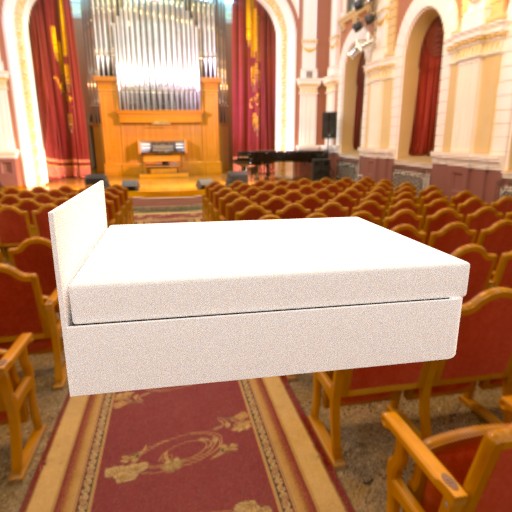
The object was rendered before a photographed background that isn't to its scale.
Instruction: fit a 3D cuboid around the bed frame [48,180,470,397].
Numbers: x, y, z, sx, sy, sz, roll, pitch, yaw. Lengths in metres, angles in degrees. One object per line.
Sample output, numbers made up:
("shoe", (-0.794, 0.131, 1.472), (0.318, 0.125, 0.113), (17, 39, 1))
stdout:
("bed frame", (0.000, 0.000, 2.647), (1.900, 0.800, 1.400), (-3, 15, -10))
